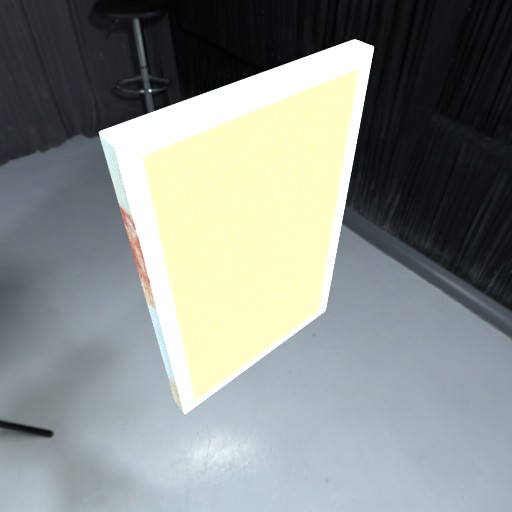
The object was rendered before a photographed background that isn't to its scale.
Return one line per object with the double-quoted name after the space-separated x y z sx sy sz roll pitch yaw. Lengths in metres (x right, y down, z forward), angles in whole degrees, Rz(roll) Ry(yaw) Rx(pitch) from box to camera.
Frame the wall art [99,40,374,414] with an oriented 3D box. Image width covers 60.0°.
0.000 0.000 0.760 0.401 0.610 0.038 -31 53 -27 "wall art"
